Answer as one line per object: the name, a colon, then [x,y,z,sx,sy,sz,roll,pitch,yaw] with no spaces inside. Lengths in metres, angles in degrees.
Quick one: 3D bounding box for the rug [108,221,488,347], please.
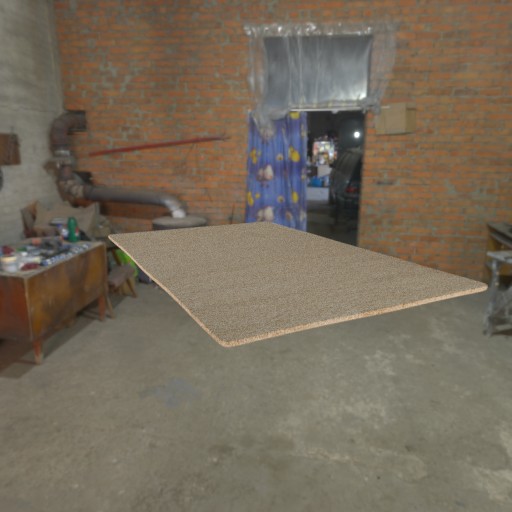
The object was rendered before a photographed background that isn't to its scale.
rug: [0.000,0.000,2.945,1.500,0.026,2.349,-7,15,-27]
